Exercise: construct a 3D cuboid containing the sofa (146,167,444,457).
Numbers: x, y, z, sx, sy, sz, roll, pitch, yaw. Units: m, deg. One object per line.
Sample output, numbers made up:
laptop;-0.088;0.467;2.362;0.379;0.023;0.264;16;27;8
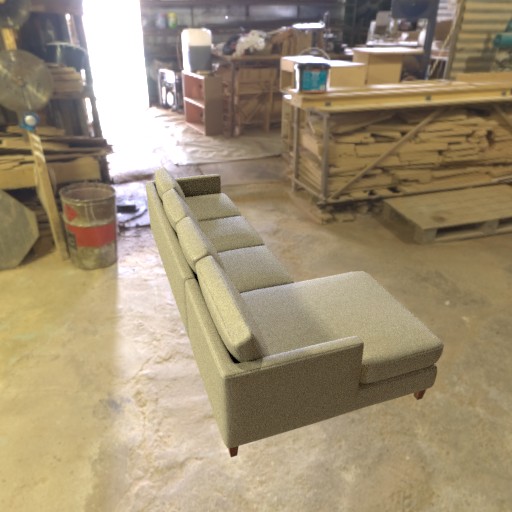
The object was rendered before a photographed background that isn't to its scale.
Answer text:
sofa;0.000;0.000;3.906;1.502;0.876;3.201;-10;31;-17
